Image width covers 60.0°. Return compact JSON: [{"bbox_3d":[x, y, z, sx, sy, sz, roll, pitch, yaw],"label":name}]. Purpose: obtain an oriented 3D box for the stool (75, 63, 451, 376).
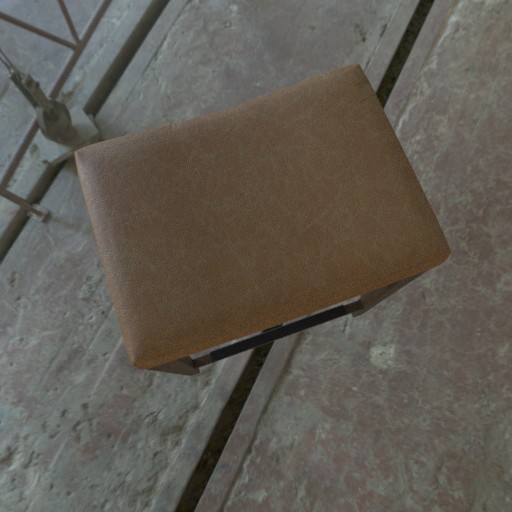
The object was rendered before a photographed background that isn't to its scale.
[{"bbox_3d":[0.000,0.000,0.945,0.500,0.660,0.361,-19,77,-5],"label":"stool"}]
